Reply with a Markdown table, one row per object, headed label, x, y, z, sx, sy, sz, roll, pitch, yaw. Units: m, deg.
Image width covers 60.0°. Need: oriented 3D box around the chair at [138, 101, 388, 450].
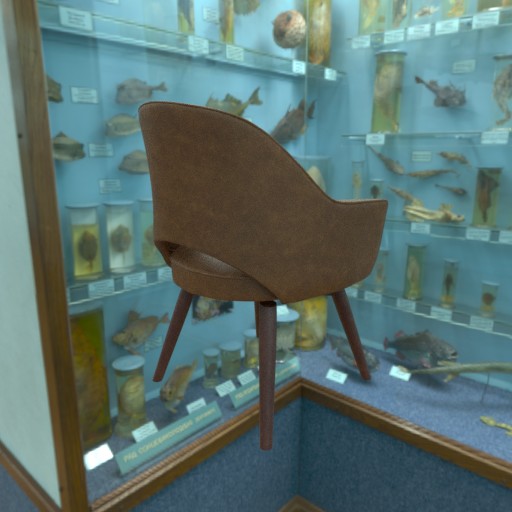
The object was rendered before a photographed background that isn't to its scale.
| label | x | y | z | sx | sy | sz | roll | pitch | yaw |
| --- | --- | --- | --- | --- | --- | --- | --- | --- | --- |
| chair | 0.000 | 0.000 | 1.243 | 0.591 | 0.777 | 0.640 | 13 | 18 | 43 |
